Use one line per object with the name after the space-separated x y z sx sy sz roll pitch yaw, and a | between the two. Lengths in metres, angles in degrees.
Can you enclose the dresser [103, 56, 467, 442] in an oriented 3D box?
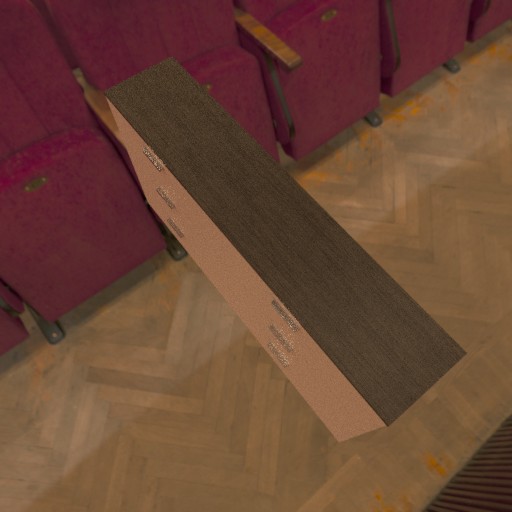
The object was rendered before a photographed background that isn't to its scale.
0.000 0.000 1.840 0.333 0.790 1.535 -35 69 -16 | dresser
